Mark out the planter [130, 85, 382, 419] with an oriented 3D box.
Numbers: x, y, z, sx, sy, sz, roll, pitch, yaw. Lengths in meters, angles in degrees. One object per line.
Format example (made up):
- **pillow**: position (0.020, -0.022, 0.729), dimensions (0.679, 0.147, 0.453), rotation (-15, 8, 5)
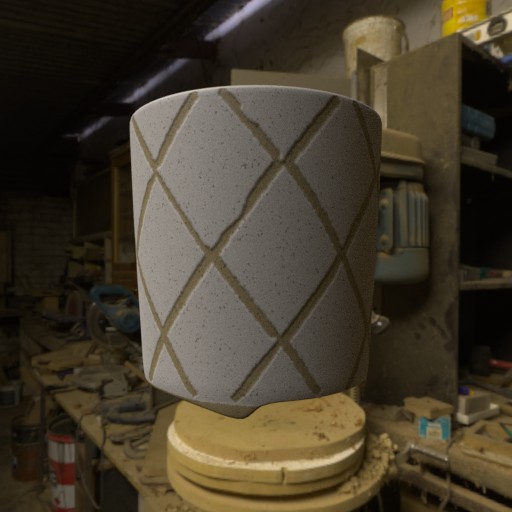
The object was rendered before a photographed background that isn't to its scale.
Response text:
- **planter**: position (0.000, 0.000, 0.416), dimensions (0.228, 0.235, 0.228), rotation (0, 0, 0)
